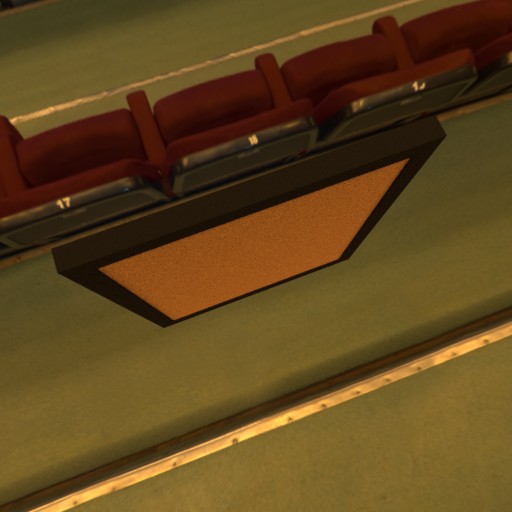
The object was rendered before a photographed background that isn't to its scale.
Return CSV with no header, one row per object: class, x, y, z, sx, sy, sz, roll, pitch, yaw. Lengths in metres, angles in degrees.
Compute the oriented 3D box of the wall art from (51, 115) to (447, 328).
wall art,0.000,0.000,0.760,0.457,0.559,0.029,-20,76,-5
